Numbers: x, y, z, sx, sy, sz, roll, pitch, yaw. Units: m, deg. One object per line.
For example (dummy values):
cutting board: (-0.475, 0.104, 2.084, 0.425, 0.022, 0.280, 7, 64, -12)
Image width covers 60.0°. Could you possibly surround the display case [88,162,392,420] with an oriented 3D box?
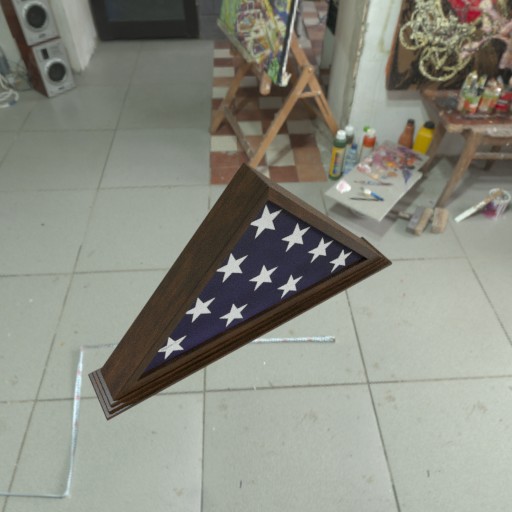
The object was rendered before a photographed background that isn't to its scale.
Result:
display case: (0.000, 0.000, 0.748, 0.640, 0.340, 0.095, -25, 52, -21)
